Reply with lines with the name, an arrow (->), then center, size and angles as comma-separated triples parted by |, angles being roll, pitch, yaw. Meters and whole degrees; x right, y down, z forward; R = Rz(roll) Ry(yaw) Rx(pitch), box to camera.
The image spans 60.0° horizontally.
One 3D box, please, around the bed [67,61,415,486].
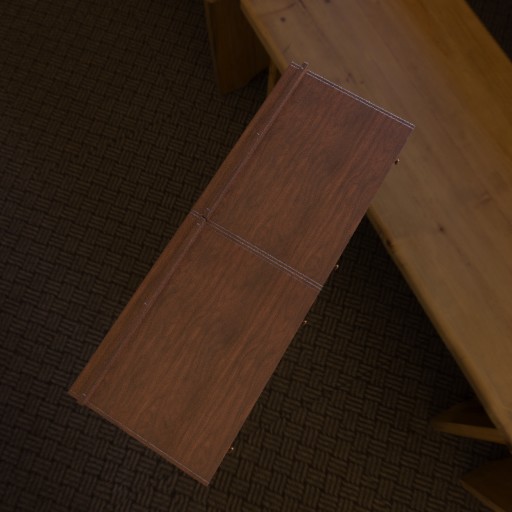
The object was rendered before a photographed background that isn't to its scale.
bed -> 0.000, 0.000, 2.308 | 0.787, 0.326, 2.057 | 31, 78, 7
